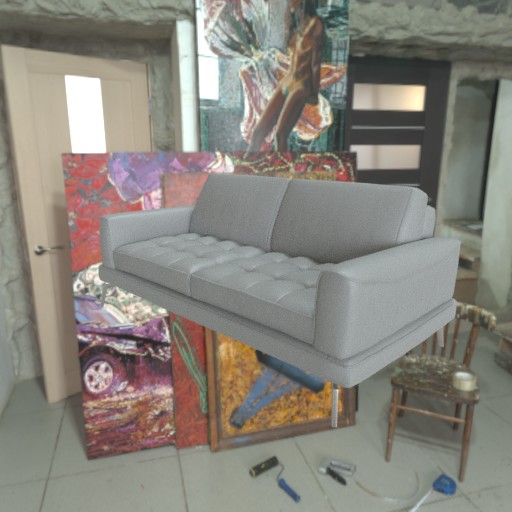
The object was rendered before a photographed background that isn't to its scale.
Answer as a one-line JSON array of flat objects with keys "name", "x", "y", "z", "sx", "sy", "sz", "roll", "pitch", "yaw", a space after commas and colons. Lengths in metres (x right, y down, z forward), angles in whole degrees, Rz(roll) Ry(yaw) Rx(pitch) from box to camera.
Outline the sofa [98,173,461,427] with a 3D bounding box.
[{"name": "sofa", "x": 0.000, "y": 0.000, "z": 2.780, "sx": 1.121, "sy": 0.930, "sz": 2.177, "roll": -14, "pitch": 19, "yaw": -43}]
